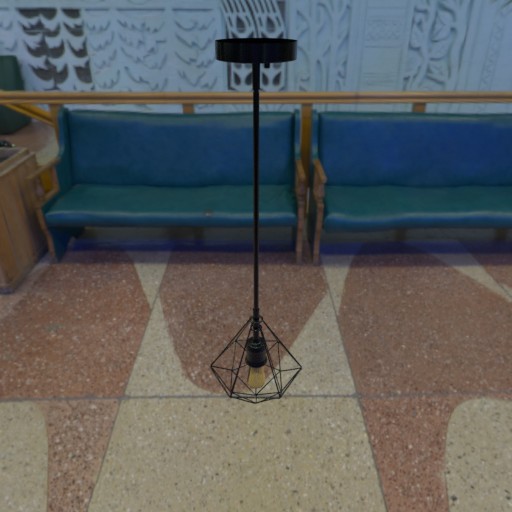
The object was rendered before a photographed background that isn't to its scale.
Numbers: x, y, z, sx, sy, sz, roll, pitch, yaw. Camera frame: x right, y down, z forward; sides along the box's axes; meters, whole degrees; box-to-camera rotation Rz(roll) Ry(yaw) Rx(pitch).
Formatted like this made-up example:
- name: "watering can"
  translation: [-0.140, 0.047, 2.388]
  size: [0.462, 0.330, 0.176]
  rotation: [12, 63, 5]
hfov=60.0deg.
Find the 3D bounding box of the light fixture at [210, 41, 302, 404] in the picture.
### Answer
- name: "light fixture"
  translation: [0.000, 0.000, 2.013]
  size: [0.487, 1.764, 0.431]
  rotation: [1, 30, 1]
